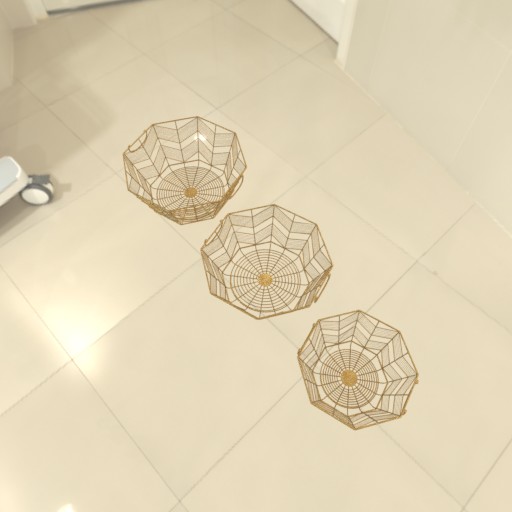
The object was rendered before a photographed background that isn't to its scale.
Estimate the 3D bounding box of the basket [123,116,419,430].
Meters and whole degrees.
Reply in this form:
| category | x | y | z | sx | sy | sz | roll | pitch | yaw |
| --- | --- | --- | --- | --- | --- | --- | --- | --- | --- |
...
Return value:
| category | x | y | z | sx | sy | sz | roll | pitch | yaw |
| --- | --- | --- | --- | --- | --- | --- | --- | --- | --- |
| basket | 0.000 | 0.000 | 1.416 | 0.432 | 0.178 | 1.245 | -33 | 65 | -18 |
